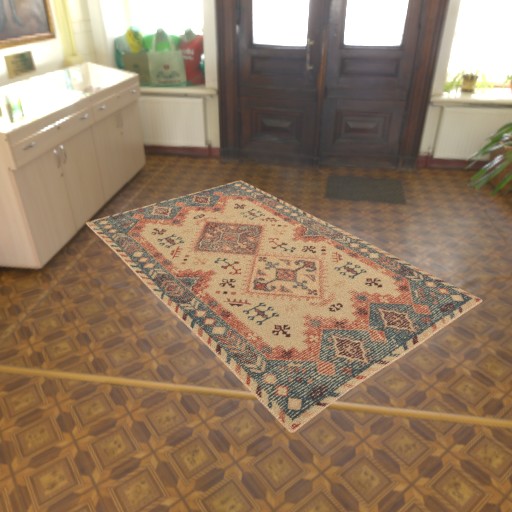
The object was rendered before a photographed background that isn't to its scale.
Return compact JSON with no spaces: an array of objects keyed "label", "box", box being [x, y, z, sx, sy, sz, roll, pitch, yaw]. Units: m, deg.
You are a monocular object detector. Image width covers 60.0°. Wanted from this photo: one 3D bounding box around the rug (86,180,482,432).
[{"label":"rug","box":[0.000,0.000,3.077,1.521,0.023,2.464,-22,37,-32]}]
